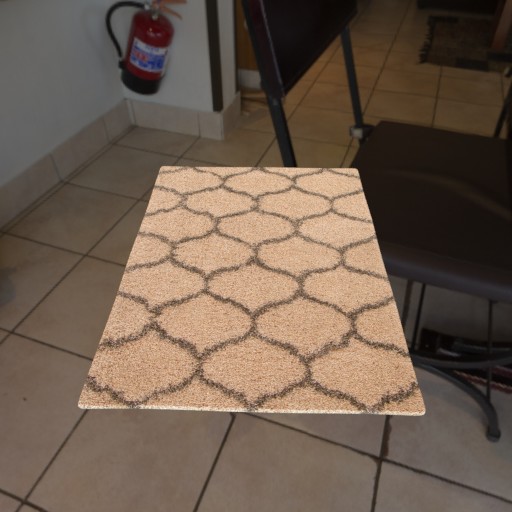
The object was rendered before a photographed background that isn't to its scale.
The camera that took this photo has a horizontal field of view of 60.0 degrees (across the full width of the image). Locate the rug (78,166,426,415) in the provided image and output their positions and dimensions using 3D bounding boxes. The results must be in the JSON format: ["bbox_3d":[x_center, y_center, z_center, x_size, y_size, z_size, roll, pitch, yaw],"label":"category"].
[{"bbox_3d":[0.000,0.000,2.113,1.200,0.025,1.600,1,42,1],"label":"rug"}]
